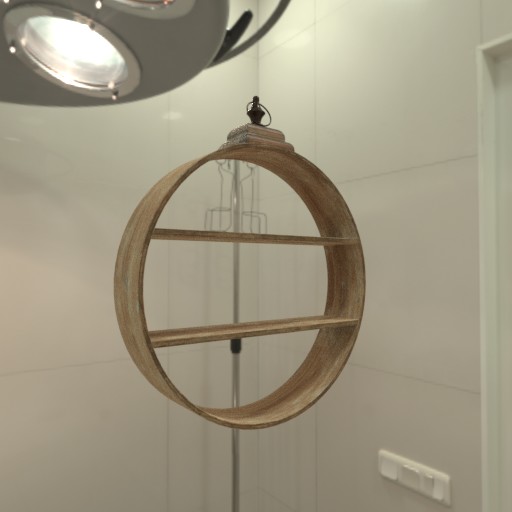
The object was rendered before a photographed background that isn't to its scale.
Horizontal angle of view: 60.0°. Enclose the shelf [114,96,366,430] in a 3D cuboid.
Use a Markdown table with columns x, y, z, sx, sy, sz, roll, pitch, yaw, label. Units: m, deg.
| x | y | z | sx | sy | sz | roll | pitch | yaw | label |
| --- | --- | --- | --- | --- | --- | --- | --- | --- | --- |
| 0.000 | 0.000 | 0.997 | 0.601 | 0.725 | 0.125 | 1 | -2 | -36 | shelf |
